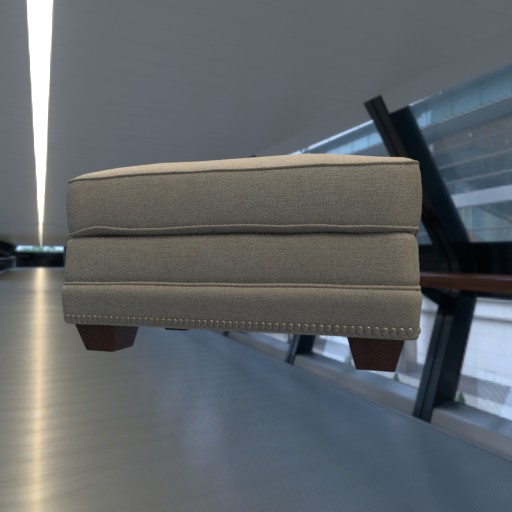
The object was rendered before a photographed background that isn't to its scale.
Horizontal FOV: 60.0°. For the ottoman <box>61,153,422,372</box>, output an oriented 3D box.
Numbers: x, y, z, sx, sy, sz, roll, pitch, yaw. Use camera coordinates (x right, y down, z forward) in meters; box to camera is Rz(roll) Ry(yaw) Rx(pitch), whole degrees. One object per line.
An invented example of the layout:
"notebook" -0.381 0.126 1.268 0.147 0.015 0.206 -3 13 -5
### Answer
"ottoman" 0.000 0.000 1.167 0.813 0.458 0.559 0 -2 19
